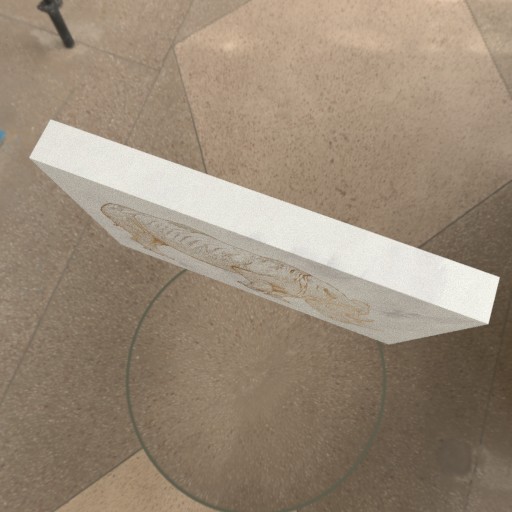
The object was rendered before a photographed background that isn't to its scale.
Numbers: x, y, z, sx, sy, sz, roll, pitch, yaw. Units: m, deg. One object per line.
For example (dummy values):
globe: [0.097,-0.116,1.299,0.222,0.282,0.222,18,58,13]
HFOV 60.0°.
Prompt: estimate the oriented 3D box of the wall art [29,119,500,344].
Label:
wall art: [0.000,0.000,0.471,0.381,0.254,0.038,20,76,5]
